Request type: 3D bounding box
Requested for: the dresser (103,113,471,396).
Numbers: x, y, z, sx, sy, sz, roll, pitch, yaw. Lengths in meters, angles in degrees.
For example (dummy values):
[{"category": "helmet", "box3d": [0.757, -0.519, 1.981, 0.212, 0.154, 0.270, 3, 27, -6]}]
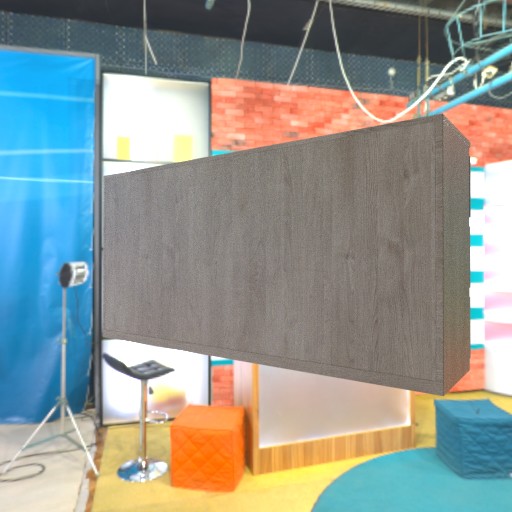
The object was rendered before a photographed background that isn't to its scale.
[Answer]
[{"category": "dresser", "box3d": [0.000, 0.000, 1.867, 1.590, 0.795, 0.390, 0, 0, 36]}]
